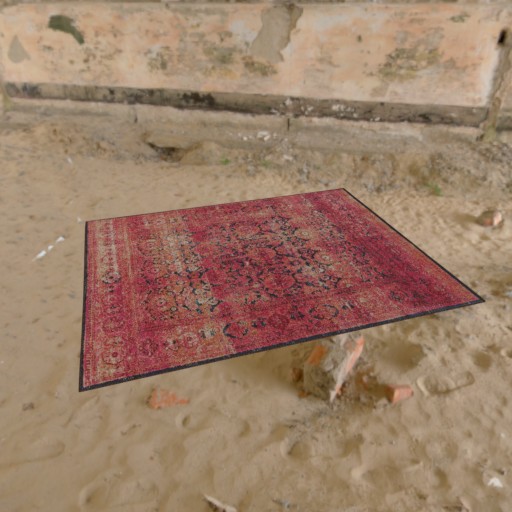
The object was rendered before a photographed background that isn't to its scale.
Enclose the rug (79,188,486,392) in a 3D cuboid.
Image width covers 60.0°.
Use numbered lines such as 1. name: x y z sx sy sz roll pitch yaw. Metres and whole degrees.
1. rug: 0.000 0.000 4.077 3.032 0.020 2.411 -9 32 -15
